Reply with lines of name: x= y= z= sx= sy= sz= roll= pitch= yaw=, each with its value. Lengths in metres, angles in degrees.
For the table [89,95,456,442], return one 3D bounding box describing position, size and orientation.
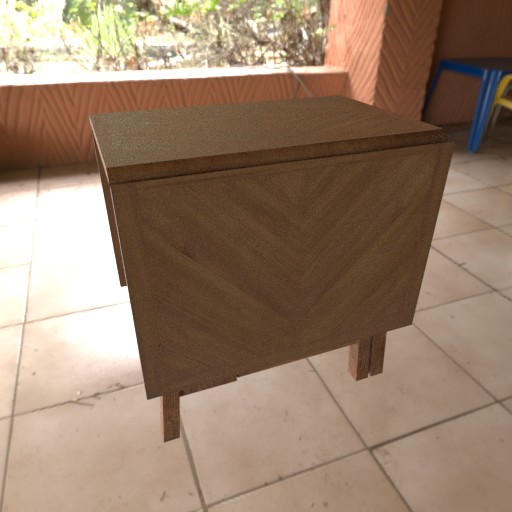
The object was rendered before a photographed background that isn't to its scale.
table: x=0.000 y=0.000 z=1.644 sx=0.967 sy=0.981 sz=0.701 roll=-11 pitch=32 yaw=-19
